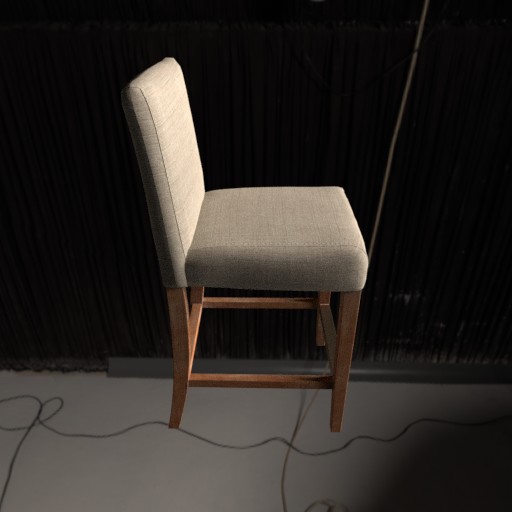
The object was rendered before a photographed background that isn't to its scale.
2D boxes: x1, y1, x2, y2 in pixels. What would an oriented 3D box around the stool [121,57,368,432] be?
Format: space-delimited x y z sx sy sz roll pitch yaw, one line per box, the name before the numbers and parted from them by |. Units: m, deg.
stool | 0.000 0.000 1.317 0.567 1.039 0.454 0 31 0
